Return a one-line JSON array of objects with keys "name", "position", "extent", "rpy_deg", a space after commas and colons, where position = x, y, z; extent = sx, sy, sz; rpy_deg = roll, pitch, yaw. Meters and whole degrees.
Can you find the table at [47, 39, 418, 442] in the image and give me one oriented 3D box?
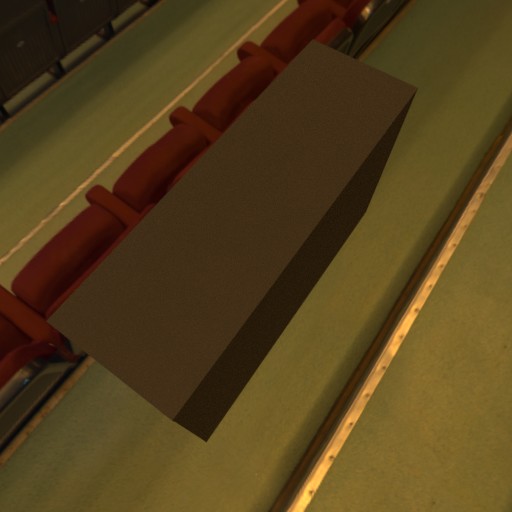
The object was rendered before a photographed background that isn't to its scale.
[{"name": "table", "position": [0.000, 0.000, 1.605], "extent": [0.400, 0.855, 1.200], "rpy_deg": [32, 68, 15]}]
